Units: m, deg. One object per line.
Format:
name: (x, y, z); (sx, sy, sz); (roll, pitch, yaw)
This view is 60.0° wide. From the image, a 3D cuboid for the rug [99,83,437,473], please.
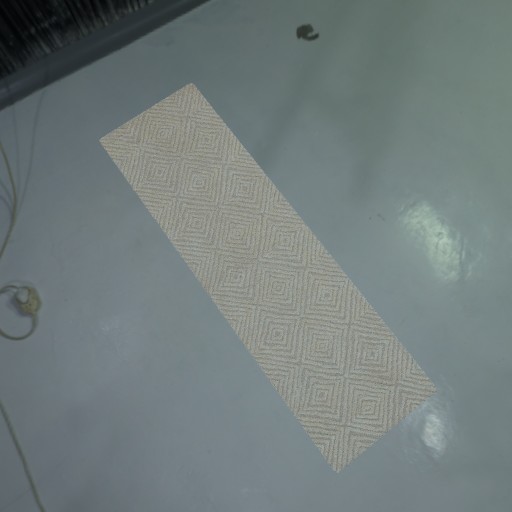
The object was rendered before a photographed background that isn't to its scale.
rug: (0.000, 0.000, 2.483); (0.676, 0.008, 2.277); (-35, 78, -9)
